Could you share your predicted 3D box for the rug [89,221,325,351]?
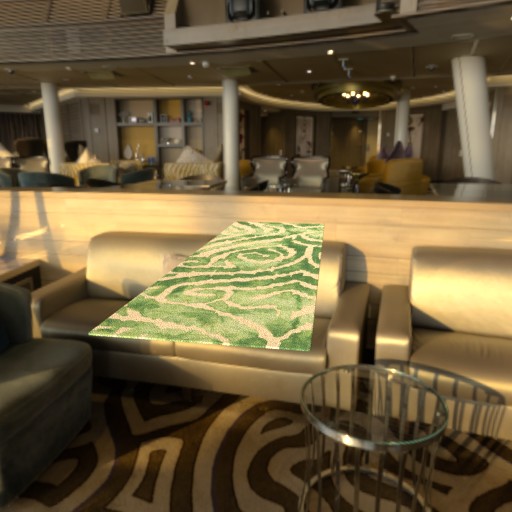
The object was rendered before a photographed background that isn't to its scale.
[{"bbox_3d":[0.000,0.000,2.629,0.761,0.006,2.438,2,14,9],"label":"rug"}]
